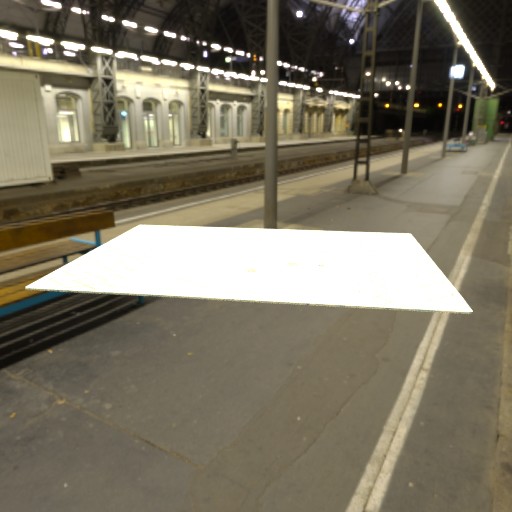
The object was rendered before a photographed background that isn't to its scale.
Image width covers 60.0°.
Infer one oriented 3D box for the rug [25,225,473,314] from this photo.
[{"bbox_3d":[0.000,0.000,2.367,1.820,0.009,1.260,2,17,8],"label":"rug"}]
